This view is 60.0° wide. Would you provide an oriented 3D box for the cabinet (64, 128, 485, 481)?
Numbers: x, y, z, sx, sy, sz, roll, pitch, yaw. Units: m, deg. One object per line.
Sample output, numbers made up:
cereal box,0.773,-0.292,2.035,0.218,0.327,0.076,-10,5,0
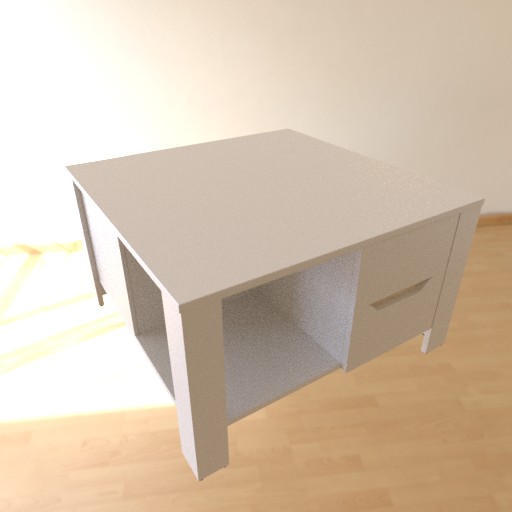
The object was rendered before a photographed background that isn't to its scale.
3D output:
cabinet,0.000,0.000,1.287,0.800,0.460,0.800,-18,34,-28
